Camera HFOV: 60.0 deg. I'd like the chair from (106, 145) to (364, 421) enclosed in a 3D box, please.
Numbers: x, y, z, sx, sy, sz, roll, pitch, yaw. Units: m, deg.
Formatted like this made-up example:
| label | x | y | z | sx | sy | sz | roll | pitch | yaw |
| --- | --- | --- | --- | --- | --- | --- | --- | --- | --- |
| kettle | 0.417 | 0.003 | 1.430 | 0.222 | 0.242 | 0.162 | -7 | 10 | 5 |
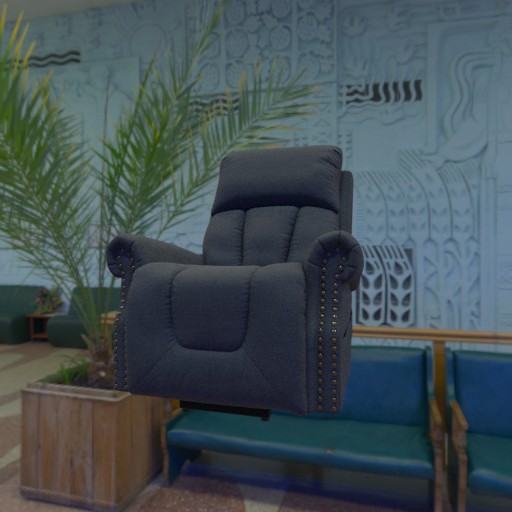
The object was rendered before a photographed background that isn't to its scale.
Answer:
| label | x | y | z | sx | sy | sz | roll | pitch | yaw |
| --- | --- | --- | --- | --- | --- | --- | --- | --- | --- |
| chair | 0.000 | 0.000 | 1.765 | 0.871 | 1.031 | 0.979 | 0 | 0 | 17 |
